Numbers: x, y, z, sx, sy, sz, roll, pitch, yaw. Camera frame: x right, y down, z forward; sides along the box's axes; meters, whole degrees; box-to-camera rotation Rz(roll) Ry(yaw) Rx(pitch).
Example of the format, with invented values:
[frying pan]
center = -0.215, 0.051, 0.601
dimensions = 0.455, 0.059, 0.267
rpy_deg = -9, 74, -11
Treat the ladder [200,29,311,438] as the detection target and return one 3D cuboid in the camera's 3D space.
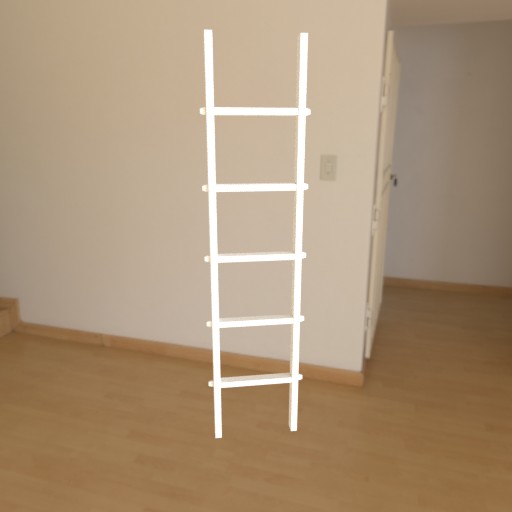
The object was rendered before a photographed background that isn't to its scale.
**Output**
[ladder]
center = 0.000, 0.000, 1.957
dimensions = 0.452, 1.797, 0.051
rpy_deg = -2, 15, -8
